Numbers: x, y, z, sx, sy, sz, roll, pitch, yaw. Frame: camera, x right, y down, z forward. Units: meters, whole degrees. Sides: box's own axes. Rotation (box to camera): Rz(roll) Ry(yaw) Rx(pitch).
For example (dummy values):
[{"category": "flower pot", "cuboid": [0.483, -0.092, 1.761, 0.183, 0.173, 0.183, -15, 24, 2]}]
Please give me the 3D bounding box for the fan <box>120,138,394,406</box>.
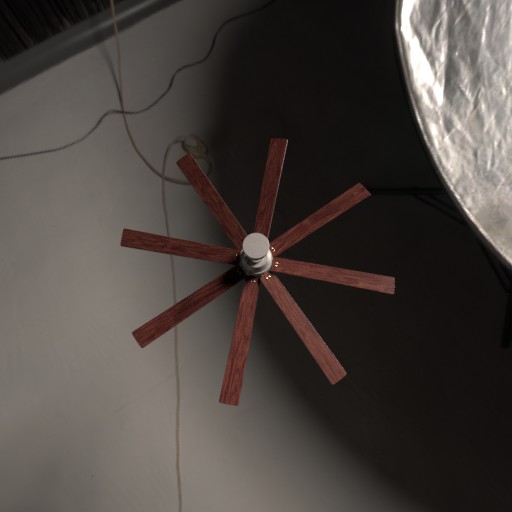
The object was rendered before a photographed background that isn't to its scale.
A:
[{"category": "fan", "cuboid": [0.000, 0.000, 2.798, 1.830, 0.472, 1.830, -34, 78, -8]}]
